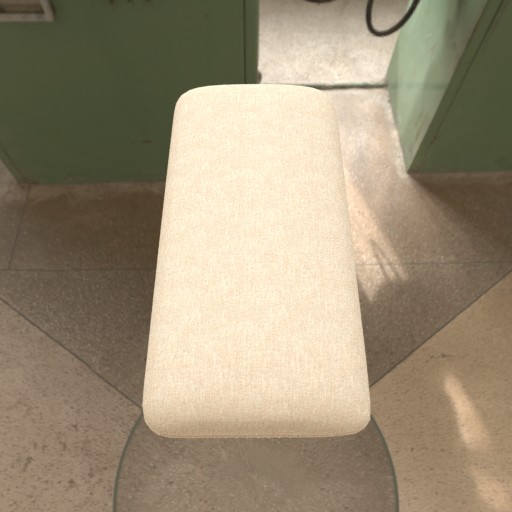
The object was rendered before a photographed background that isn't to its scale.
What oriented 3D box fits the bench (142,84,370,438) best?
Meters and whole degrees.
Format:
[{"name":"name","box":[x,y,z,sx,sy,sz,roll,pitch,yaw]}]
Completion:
[{"name":"bench","box":[0.000,0.000,1.266,0.483,0.483,0.991,0,63,0]}]
